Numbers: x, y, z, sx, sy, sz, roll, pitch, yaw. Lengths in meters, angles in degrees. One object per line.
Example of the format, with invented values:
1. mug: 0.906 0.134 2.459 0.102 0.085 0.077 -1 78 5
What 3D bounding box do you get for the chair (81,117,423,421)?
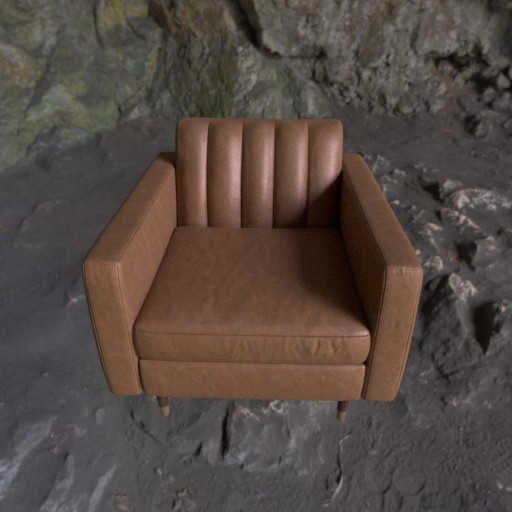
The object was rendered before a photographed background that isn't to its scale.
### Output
1. chair: 0.000 0.000 1.685 0.953 0.819 0.998 1 31 2
